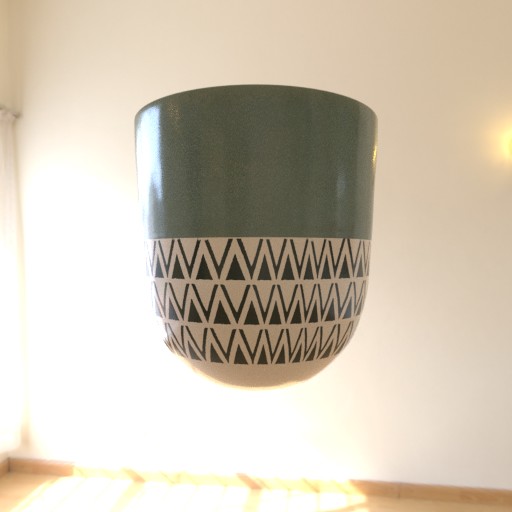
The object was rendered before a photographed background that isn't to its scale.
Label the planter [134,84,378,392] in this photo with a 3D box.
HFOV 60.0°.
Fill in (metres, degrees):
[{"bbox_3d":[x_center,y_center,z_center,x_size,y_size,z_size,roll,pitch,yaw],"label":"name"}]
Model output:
[{"bbox_3d":[0.000,0.000,0.374,0.198,0.214,0.198,0,0,0],"label":"planter"}]
